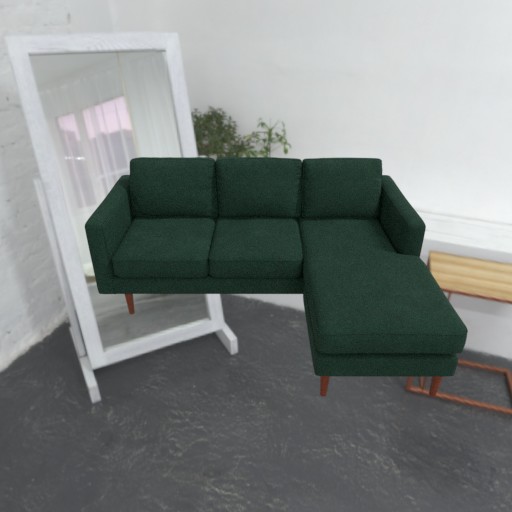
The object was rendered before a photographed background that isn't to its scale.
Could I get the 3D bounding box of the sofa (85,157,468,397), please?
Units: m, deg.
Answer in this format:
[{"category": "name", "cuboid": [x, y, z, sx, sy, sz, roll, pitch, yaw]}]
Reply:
[{"category": "sofa", "cuboid": [0.000, 0.000, 2.767, 2.030, 0.899, 1.580, 0, 30, 0]}]
